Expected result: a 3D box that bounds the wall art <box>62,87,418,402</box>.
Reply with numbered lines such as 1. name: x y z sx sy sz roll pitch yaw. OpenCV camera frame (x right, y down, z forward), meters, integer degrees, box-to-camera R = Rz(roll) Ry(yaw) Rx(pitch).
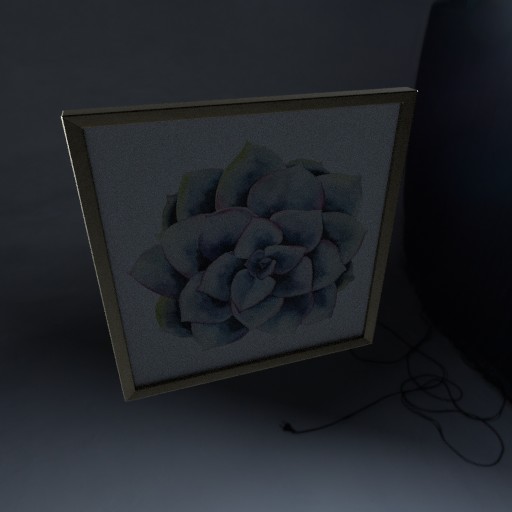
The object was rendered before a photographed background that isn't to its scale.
1. wall art: 0.000 0.000 0.744 0.503 0.506 0.030 -9 33 -15
